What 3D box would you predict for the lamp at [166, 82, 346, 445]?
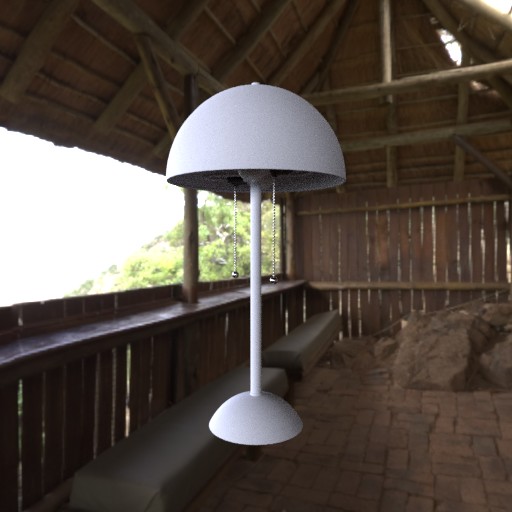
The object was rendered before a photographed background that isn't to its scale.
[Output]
[{"bbox_3d":[0.000,0.000,0.431,0.171,0.330,0.171,0,2,0],"label":"lamp"}]
